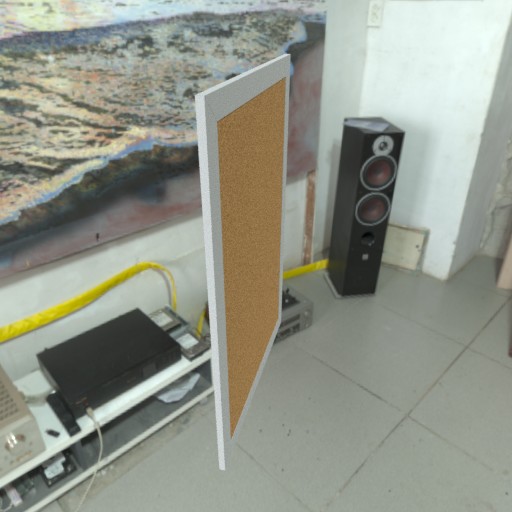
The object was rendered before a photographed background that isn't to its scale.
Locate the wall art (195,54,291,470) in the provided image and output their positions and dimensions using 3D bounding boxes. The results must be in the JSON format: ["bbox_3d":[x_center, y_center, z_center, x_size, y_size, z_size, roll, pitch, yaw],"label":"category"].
[{"bbox_3d":[0.000,0.000,0.841,0.011,0.659,0.454,8,31,14],"label":"wall art"}]
